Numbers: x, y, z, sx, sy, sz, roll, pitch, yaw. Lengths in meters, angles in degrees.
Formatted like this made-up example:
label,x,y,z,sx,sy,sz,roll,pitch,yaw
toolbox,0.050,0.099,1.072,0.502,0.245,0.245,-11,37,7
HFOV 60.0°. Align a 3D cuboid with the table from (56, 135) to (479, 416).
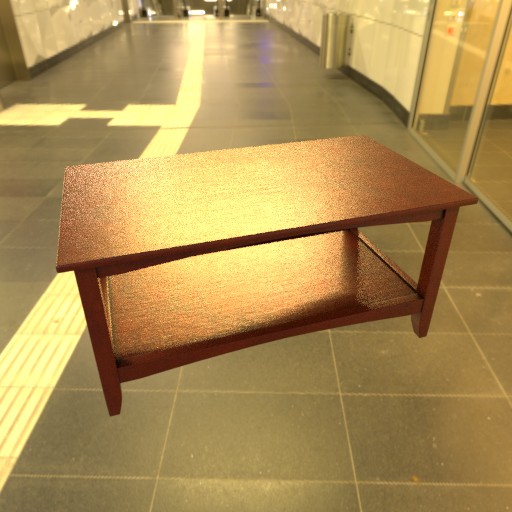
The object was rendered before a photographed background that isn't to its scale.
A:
label,x,y,z,sx,sy,sz,roll,pitch,yaw
table,0.000,0.000,1.263,0.943,0.456,0.533,-10,33,-15
